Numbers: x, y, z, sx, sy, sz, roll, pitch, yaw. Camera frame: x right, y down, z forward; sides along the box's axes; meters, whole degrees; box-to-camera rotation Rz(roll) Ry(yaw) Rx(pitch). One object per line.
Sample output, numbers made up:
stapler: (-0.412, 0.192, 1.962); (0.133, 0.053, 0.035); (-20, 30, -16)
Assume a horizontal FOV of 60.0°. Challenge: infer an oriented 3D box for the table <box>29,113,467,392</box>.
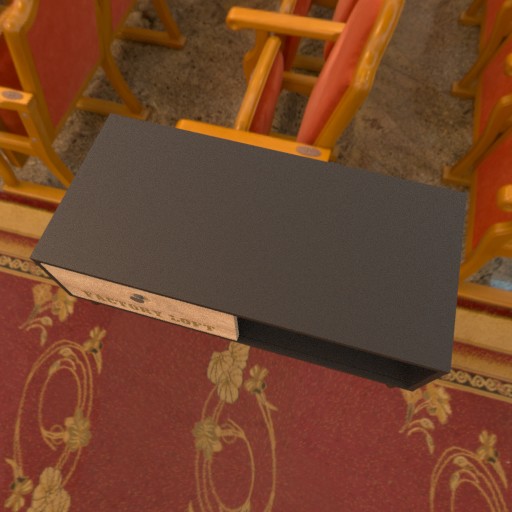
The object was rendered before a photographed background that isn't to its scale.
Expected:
table: (0.000, 0.000, 1.399); (1.100, 0.400, 0.550); (14, 65, 7)
